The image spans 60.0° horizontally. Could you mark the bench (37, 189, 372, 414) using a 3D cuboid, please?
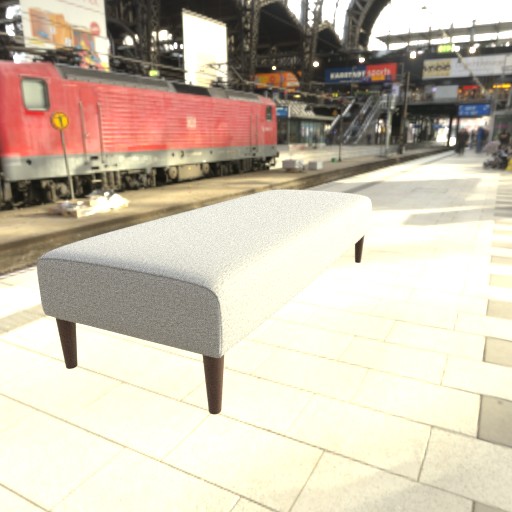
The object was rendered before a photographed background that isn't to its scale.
[{"bbox_3d":[0.000,0.000,1.833,0.631,0.383,1.598,7,17,25],"label":"bench"}]
